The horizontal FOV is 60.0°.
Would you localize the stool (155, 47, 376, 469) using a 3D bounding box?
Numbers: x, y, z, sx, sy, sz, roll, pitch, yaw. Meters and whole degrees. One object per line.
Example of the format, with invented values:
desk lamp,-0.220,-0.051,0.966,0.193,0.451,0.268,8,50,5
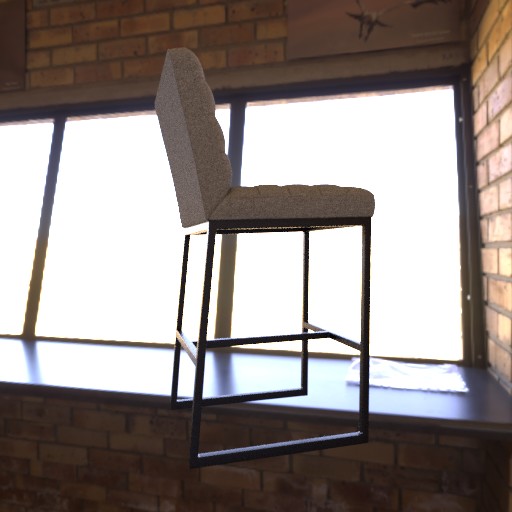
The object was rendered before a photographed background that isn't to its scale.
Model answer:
stool,0.000,0.000,1.353,0.571,1.034,0.459,0,1,-17
